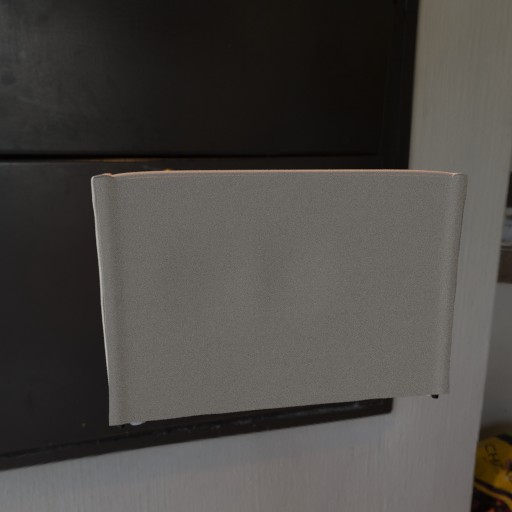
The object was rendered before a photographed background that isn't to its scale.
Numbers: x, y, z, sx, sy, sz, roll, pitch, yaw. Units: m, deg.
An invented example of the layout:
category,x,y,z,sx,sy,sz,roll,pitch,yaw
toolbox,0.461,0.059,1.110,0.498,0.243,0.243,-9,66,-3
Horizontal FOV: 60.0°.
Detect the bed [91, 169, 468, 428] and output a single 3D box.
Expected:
category,x,y,z,sx,sy,sz,roll,pitch,yaw
bed,0.000,0.000,3.390,1.925,1.332,2.276,-2,12,-9
